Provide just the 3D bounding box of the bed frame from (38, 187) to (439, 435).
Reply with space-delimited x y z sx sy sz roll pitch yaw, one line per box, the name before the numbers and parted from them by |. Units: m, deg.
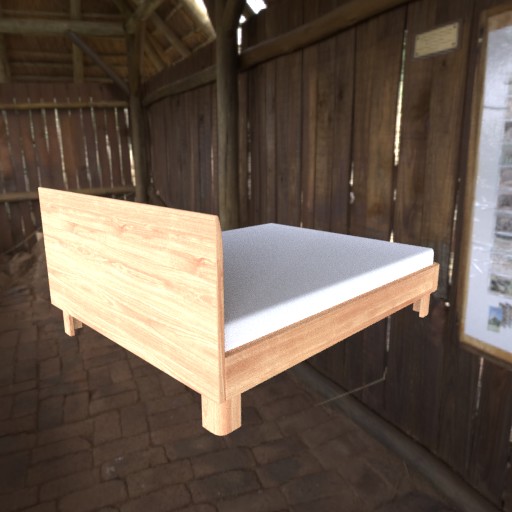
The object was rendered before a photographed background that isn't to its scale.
bed frame | 0.000 0.000 2.962 1.660 0.940 2.092 13 19 43
